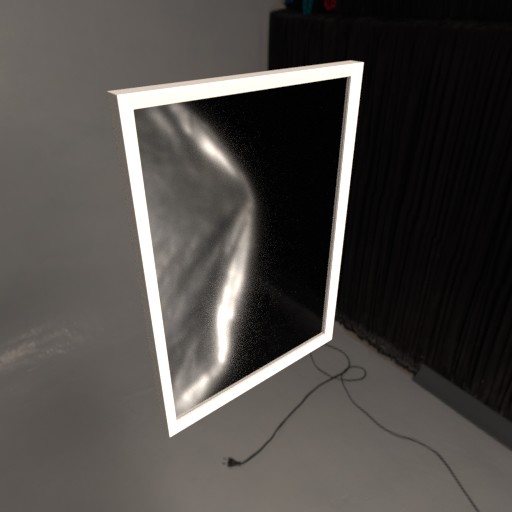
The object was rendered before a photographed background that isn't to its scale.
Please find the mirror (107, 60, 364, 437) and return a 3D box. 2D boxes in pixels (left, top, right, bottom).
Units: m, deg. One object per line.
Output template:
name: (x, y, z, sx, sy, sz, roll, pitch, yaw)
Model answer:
mirror: (0.000, 0.000, 0.925, 0.507, 0.710, 0.039, -22, 37, -32)
